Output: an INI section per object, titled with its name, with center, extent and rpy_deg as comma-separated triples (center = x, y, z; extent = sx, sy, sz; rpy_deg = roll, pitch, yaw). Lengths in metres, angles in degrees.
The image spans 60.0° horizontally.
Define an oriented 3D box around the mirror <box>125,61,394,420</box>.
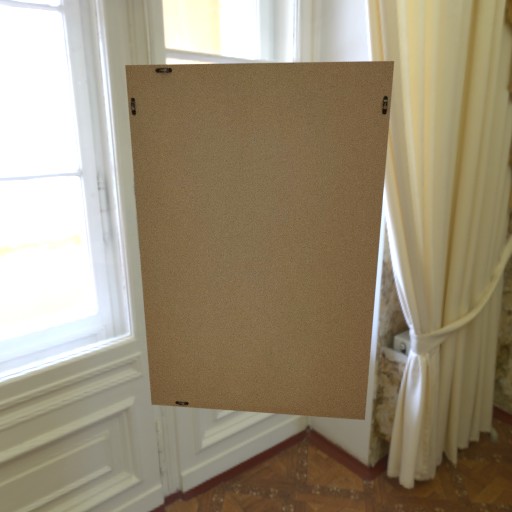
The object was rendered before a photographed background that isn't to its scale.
[mirror]
center = 0.000, 0.000, 1.141
extent = 0.609, 0.915, 0.040
rpy_deg = 2, 17, 6
